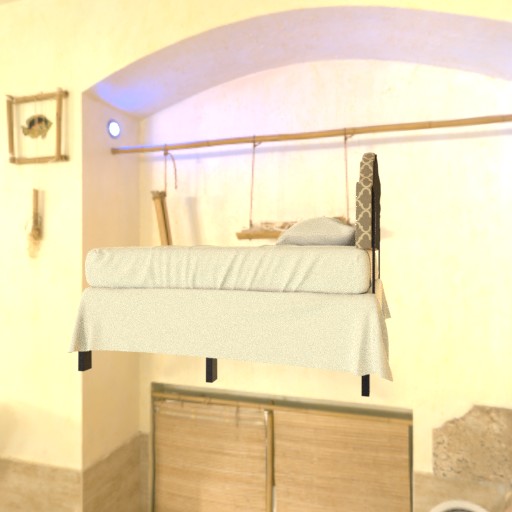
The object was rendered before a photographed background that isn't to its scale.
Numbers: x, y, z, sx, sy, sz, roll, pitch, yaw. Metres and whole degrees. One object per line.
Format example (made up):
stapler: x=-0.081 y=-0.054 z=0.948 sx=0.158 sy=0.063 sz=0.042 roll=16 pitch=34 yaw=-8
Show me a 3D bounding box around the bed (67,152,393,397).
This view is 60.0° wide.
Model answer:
bed: x=0.000 y=0.000 z=3.771 sx=2.222 sy=1.601 sz=2.314 roll=0 pitch=0 yaw=17
